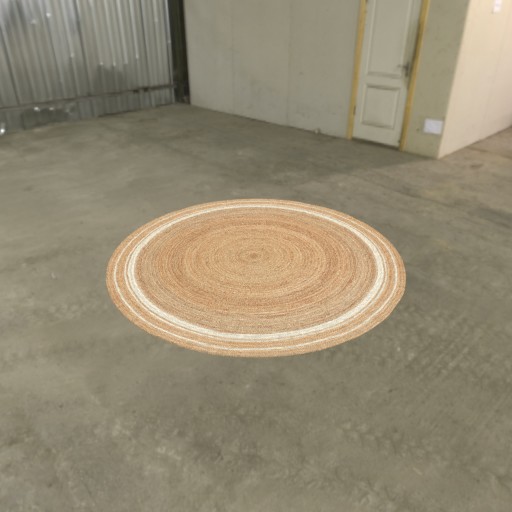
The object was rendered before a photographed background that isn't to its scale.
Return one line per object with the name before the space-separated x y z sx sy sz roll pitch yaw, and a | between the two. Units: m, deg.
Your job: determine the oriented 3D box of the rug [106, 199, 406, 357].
rug | 0.000 0.000 3.765 2.444 0.015 2.444 0 30 0
